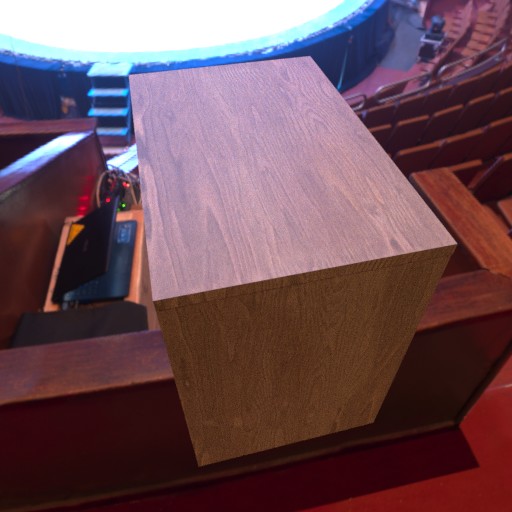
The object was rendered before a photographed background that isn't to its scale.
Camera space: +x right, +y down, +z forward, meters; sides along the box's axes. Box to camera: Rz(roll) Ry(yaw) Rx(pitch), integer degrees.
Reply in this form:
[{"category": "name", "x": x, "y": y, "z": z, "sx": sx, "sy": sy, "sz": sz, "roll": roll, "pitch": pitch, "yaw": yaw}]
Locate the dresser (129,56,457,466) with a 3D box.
[{"category": "dresser", "x": 0.000, "y": 0.000, "z": 1.280, "sx": 0.529, "sy": 0.762, "sz": 0.809, "roll": -10, "pitch": 48, "yaw": -9}]
